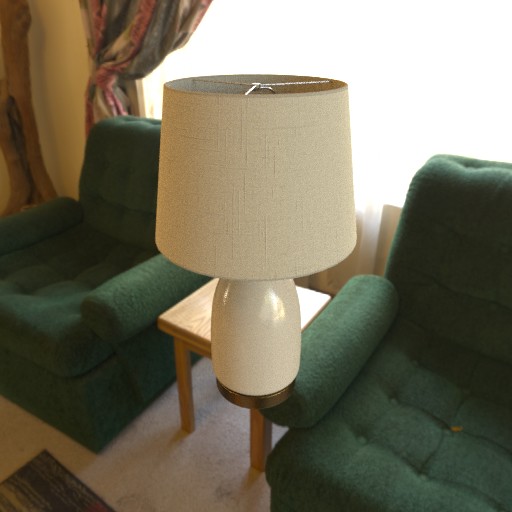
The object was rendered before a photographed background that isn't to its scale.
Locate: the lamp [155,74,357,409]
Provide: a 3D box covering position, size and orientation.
[{"bbox_3d":[0.000,0.000,0.659,0.285,0.483,0.285,0,27,0],"label":"lamp"}]
